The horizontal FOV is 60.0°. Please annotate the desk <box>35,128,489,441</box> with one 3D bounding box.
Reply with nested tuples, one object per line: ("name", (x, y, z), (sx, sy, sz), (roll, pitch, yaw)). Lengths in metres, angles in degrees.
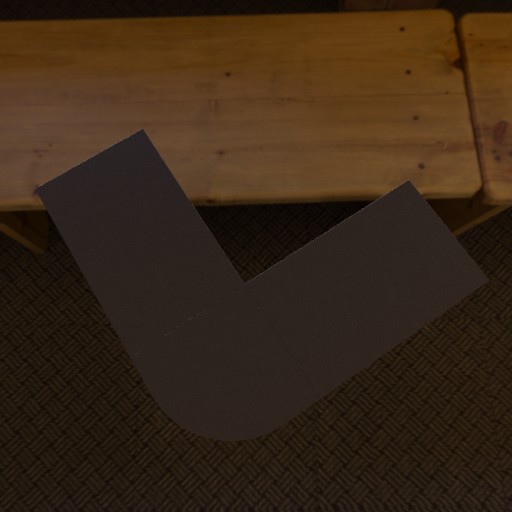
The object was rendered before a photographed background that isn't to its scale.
("desk", (0.000, 0.000, 2.257), (1.400, 0.762, 1.400), (-32, 78, -8))
